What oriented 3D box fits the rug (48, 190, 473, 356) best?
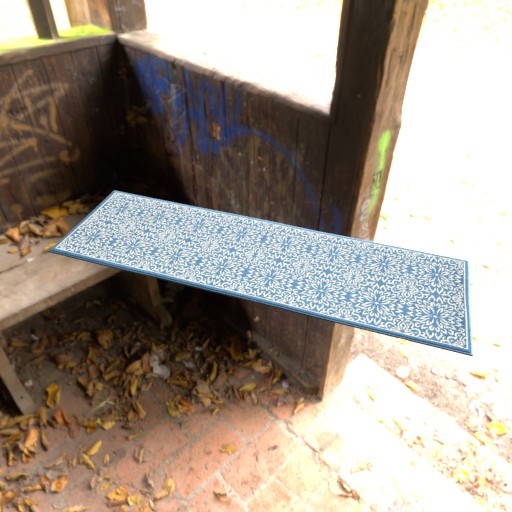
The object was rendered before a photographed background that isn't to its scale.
[{"bbox_3d":[0.000,0.000,2.411,2.196,0.011,0.662,12,42,14],"label":"rug"}]
